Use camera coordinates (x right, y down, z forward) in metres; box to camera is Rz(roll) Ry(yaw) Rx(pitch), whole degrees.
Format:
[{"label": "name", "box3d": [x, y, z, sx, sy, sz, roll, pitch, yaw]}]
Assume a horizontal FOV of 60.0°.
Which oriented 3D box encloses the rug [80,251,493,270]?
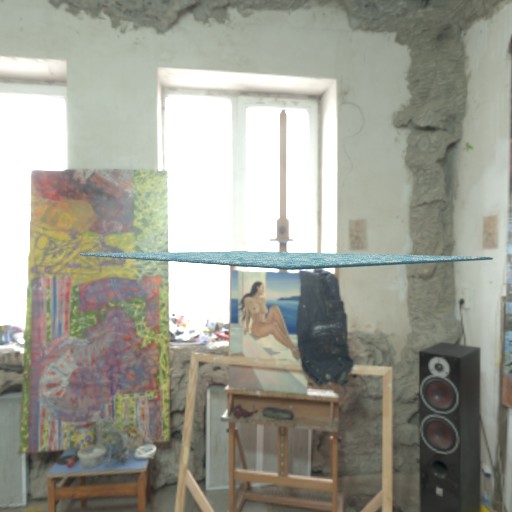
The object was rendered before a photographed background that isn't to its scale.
[{"label": "rug", "box3d": [0.000, 0.000, 3.432, 1.816, 0.018, 2.746, -1, 2, -39]}]
